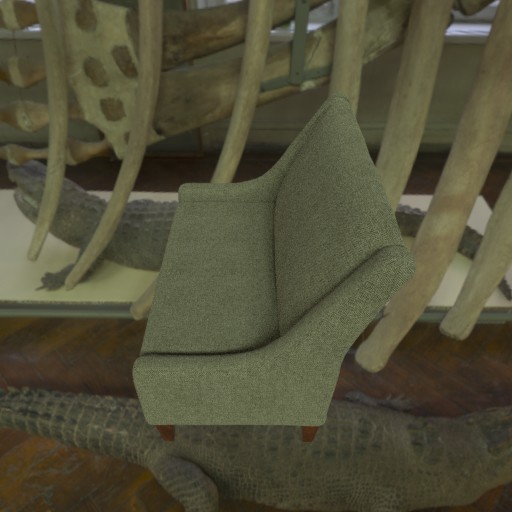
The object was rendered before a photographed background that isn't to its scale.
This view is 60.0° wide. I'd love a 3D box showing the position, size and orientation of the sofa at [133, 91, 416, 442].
[{"bbox_3d":[0.000,0.000,1.942,0.870,1.021,1.242,0,41,0],"label":"sofa"}]
